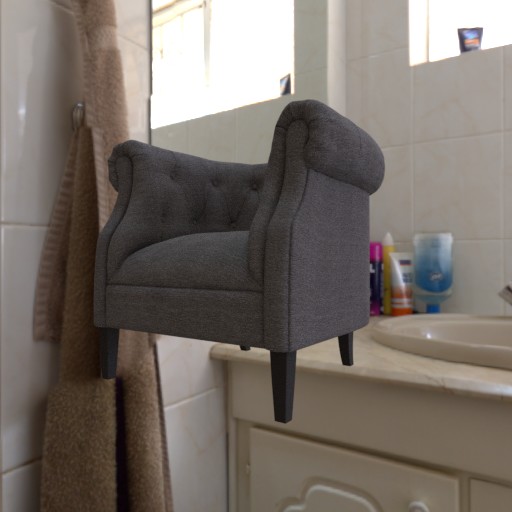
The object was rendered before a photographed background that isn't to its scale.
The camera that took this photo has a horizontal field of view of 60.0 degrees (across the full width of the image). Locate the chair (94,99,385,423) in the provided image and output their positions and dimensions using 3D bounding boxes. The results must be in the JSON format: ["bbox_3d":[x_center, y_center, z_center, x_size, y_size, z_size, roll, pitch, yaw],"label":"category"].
[{"bbox_3d":[0.000,0.000,1.607,0.905,0.827,0.852,0,-1,35],"label":"chair"}]
